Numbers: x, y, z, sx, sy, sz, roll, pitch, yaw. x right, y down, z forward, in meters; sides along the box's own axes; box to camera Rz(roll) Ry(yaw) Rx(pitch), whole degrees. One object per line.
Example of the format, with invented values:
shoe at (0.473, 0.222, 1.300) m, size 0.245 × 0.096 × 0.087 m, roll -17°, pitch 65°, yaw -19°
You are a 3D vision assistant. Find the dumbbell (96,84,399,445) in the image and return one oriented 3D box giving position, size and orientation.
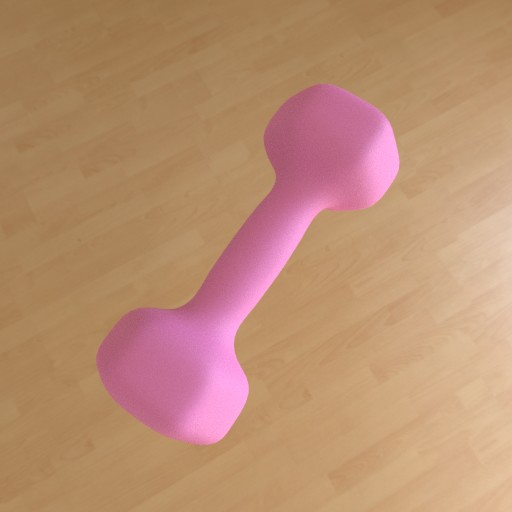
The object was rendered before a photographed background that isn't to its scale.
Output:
dumbbell at (0.000, 0.000, 0.193) m, size 0.064 × 0.058 × 0.159 m, roll 34°, pitch 78°, yaw 8°
